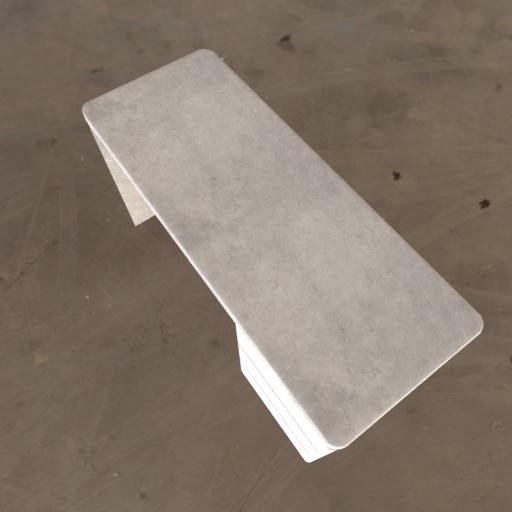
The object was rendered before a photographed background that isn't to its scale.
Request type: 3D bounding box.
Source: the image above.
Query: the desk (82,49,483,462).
[{"bbox_3d":[0.000,0.000,1.718,0.550,0.755,1.400,-33,67,-16],"label":"desk"}]
